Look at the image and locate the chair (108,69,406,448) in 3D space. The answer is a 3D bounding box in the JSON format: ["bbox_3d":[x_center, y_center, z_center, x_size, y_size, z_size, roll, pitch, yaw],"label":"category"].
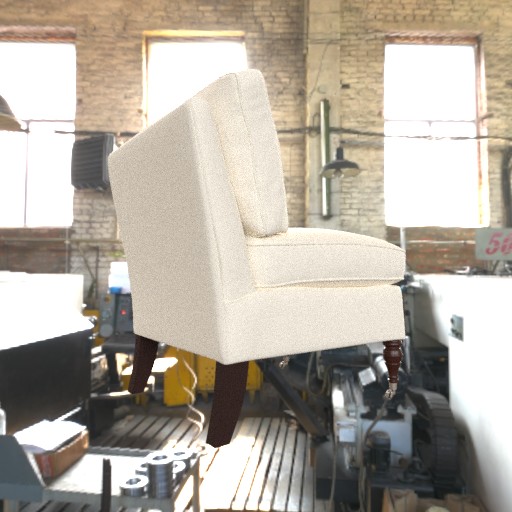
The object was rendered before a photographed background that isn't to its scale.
[{"bbox_3d":[0.000,0.000,1.418,0.781,0.887,0.630,1,-2,-35],"label":"chair"}]
